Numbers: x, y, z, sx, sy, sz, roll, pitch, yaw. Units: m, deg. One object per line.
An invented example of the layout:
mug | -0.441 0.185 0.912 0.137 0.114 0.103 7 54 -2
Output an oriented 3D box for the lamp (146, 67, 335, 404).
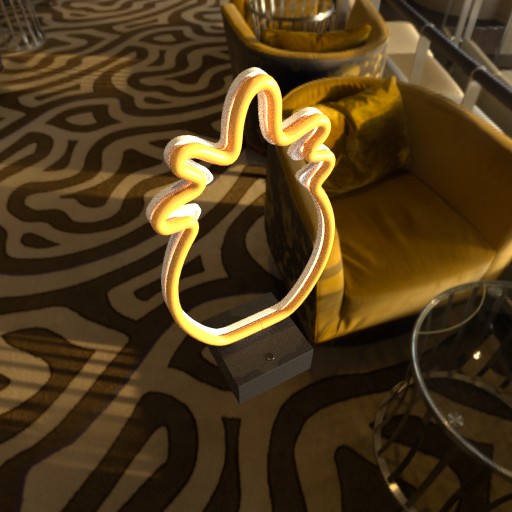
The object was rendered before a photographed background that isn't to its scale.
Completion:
lamp | 0.000 0.000 0.385 0.167 0.317 0.088 -22 50 -20
